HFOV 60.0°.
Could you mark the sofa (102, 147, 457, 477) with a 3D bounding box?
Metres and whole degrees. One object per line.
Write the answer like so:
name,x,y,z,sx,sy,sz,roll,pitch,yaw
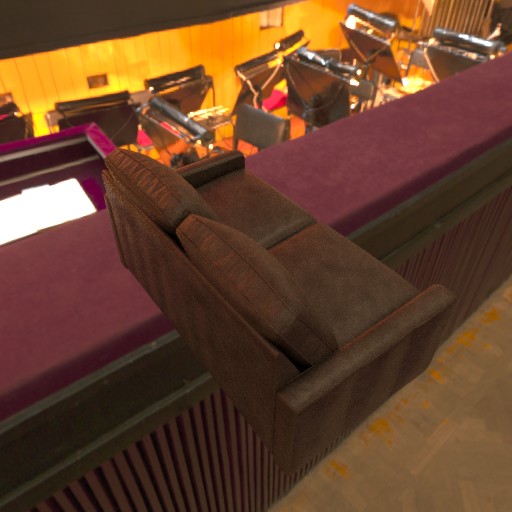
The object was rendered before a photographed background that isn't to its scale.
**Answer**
sofa,0.000,0.000,2.308,0.939,0.916,1.732,-26,47,-27
